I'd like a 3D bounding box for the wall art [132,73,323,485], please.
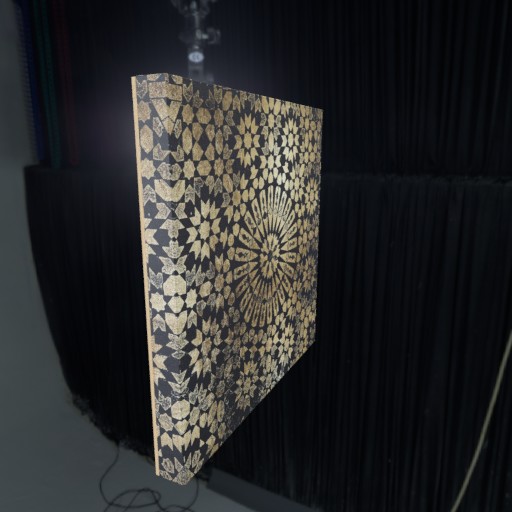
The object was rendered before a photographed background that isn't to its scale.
[{"bbox_3d":[0.000,0.000,0.600,0.038,0.405,0.405,7,15,26],"label":"wall art"}]
